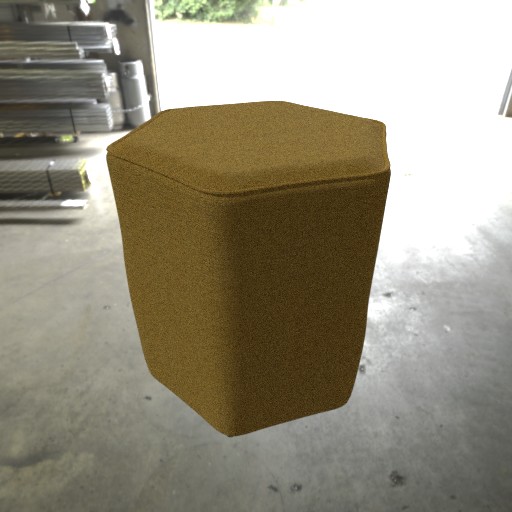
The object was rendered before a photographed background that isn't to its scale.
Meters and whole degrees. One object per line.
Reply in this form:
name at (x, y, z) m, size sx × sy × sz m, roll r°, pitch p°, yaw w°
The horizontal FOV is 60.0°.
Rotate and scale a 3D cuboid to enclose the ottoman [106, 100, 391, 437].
ottoman at (0.000, 0.000, 0.870) m, size 0.494 × 0.502 × 0.443 m, roll -10°, pitch 34°, yaw -15°
